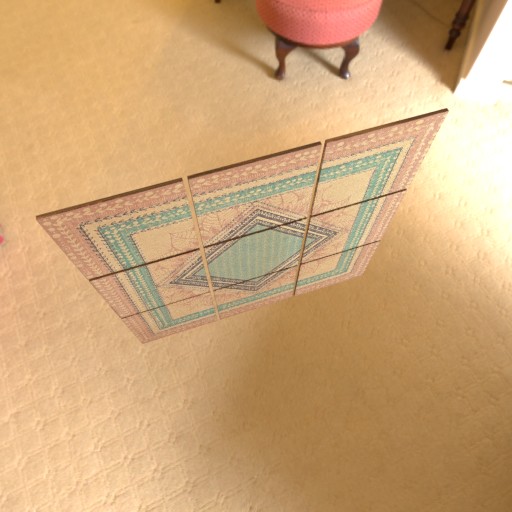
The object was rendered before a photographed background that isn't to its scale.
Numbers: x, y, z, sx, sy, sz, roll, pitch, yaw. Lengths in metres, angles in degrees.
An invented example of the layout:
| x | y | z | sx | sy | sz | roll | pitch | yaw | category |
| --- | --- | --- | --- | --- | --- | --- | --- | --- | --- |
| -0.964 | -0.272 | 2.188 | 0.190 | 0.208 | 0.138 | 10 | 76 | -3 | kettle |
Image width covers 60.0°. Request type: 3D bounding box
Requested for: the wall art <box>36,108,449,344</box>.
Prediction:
| x | y | z | sx | sy | sz | roll | pitch | yaw | category |
| --- | --- | --- | --- | --- | --- | --- | --- | --- | --- |
| 0.000 | 0.000 | 1.789 | 1.215 | 1.213 | 0.013 | -16 | 65 | -8 | wall art |
